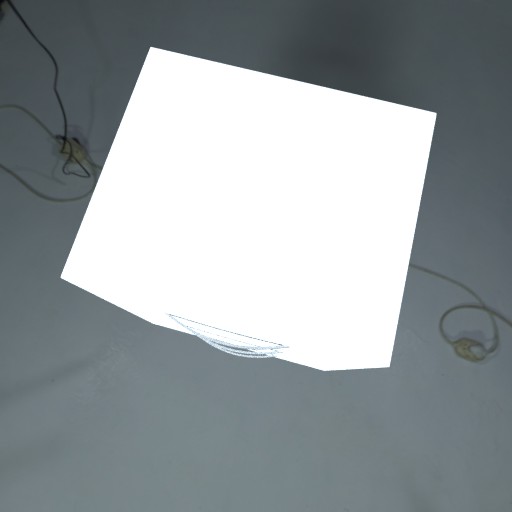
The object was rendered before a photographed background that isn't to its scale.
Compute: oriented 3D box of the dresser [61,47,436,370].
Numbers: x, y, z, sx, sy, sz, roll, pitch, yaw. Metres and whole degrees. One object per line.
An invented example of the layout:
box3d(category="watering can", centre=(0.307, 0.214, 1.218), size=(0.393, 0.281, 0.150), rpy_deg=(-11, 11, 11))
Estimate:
box3d(category="dresser", centre=(0.000, 0.000, 0.827), size=(0.400, 0.560, 0.360), rpy_deg=(15, 76, 4))
